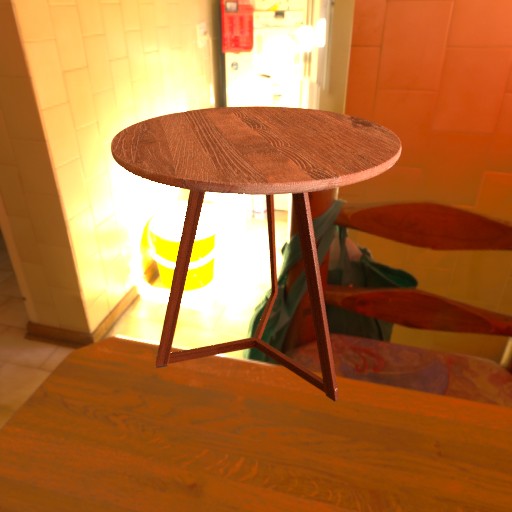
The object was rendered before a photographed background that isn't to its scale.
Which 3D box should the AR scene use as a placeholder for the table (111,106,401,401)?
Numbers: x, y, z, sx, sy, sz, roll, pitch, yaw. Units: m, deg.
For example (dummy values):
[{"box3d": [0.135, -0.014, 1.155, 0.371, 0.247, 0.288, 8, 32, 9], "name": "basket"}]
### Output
[{"box3d": [0.000, 0.000, 0.914, 0.500, 0.500, 0.500, 0, 30, 0], "name": "table"}]
